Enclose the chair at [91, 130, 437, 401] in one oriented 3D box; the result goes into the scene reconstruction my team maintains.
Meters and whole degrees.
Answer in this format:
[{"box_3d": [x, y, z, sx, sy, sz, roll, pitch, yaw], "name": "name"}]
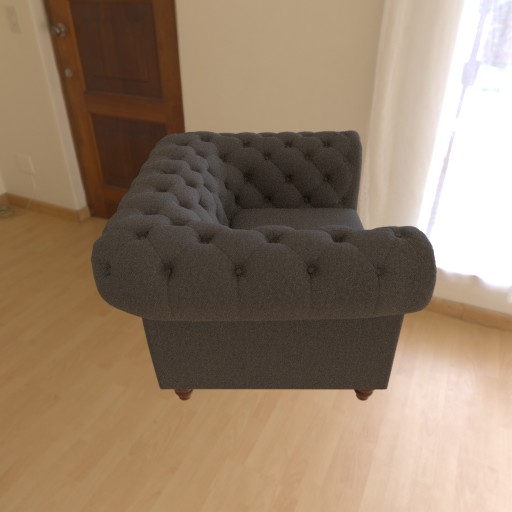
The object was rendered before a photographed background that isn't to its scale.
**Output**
[{"box_3d": [0.000, 0.000, 1.855, 0.976, 0.770, 1.270, 0, 32, 0], "name": "chair"}]
